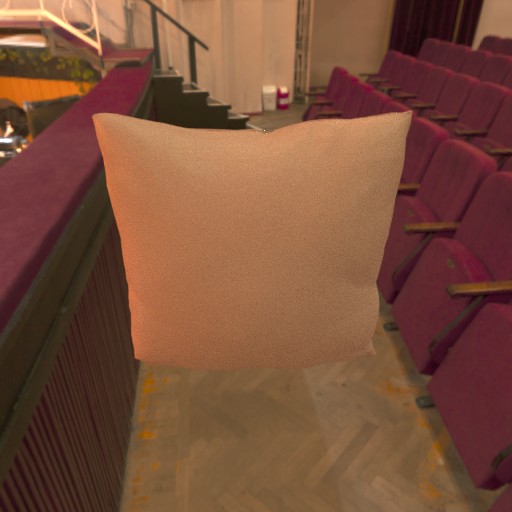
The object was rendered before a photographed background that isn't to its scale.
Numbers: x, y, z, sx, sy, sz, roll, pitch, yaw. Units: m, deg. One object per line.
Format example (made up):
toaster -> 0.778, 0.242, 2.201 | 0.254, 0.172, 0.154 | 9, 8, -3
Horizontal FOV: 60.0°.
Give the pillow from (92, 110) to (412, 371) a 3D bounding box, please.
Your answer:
pillow -> 0.000, 0.000, 0.709 | 0.450, 0.448, 0.245 | -1, 30, -2
